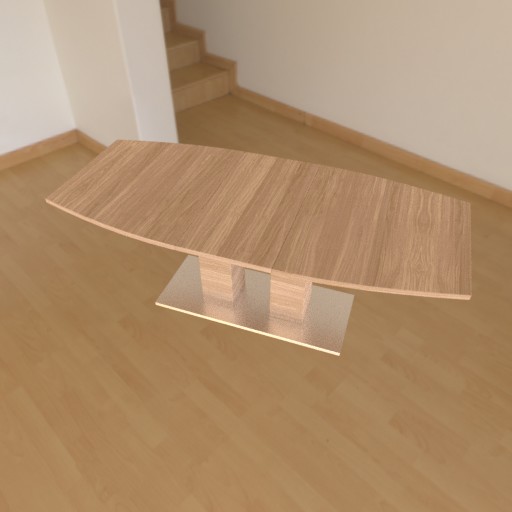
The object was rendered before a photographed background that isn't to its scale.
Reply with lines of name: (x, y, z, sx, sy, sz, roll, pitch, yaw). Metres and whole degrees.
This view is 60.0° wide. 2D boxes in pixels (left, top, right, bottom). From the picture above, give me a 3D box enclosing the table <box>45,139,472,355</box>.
table: (0.000, 0.000, 2.479, 2.032, 0.750, 0.900, 13, 44, 14)
